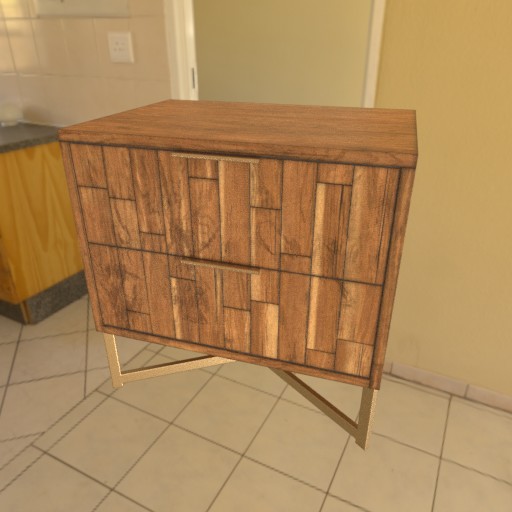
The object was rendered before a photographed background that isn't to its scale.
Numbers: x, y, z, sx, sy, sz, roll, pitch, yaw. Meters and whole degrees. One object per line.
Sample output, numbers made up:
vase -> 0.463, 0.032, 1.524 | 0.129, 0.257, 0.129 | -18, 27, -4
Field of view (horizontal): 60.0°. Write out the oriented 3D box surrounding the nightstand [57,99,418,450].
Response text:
nightstand -> 0.000, 0.000, 1.019 | 0.610, 0.610, 0.446 | 8, 28, 16
